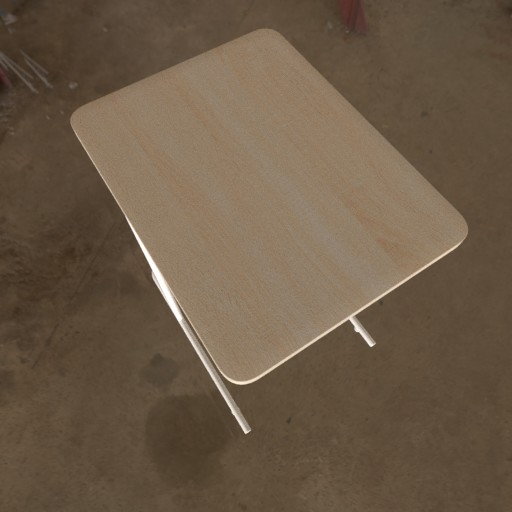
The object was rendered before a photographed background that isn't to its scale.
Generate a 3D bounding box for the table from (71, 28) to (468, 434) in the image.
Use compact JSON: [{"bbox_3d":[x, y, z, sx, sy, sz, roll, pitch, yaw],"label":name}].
[{"bbox_3d":[0.000,0.000,0.862,0.370,0.550,0.480,-30,67,-14],"label":"table"}]
